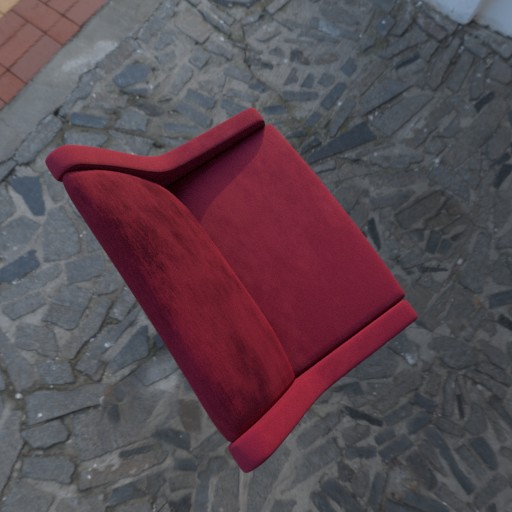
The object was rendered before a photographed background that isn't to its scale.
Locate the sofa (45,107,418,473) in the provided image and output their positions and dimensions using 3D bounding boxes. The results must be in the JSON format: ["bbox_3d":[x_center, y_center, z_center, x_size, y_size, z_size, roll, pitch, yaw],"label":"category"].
[{"bbox_3d":[0.000,0.000,1.925,0.946,0.976,1.242,-34,79,-8],"label":"sofa"}]
